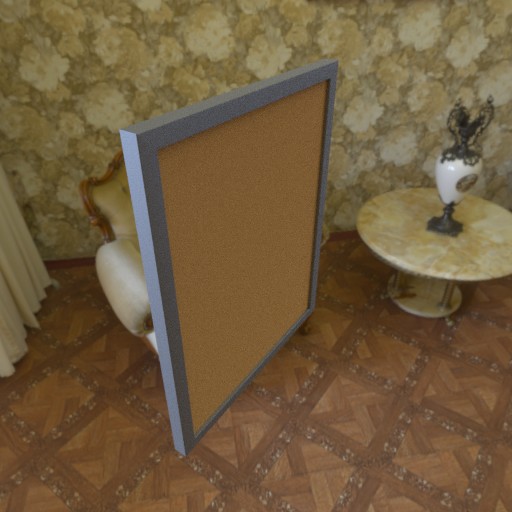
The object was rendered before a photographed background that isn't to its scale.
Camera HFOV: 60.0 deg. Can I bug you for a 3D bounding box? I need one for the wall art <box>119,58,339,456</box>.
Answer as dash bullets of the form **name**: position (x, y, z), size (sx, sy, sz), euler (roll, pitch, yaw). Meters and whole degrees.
- **wall art**: position (0.000, 0.000, 0.758), size (0.029, 0.558, 0.458), euler (21, 39, 28)
